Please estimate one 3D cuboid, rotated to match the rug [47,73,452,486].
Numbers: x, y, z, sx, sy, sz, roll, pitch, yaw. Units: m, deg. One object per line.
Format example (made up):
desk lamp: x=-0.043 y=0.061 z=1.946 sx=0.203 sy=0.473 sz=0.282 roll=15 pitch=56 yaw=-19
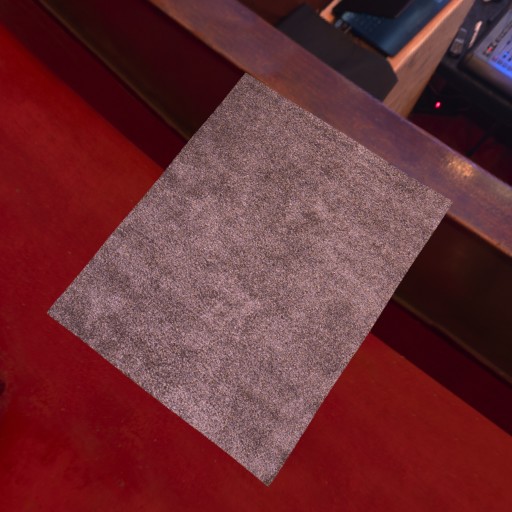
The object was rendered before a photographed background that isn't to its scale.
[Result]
rug: x=0.000 y=0.000 z=4.040 sx=2.401 sy=0.025 sz=3.000 roll=35 pitch=78 yaw=8
